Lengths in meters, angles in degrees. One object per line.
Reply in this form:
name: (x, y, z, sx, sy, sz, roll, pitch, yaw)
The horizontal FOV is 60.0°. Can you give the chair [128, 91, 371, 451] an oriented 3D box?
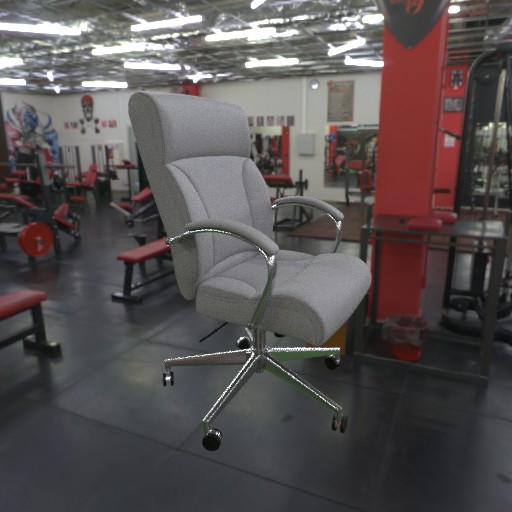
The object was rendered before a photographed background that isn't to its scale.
chair: (0.000, 0.000, 1.569, 0.745, 1.099, 0.727, 7, 16, 27)
